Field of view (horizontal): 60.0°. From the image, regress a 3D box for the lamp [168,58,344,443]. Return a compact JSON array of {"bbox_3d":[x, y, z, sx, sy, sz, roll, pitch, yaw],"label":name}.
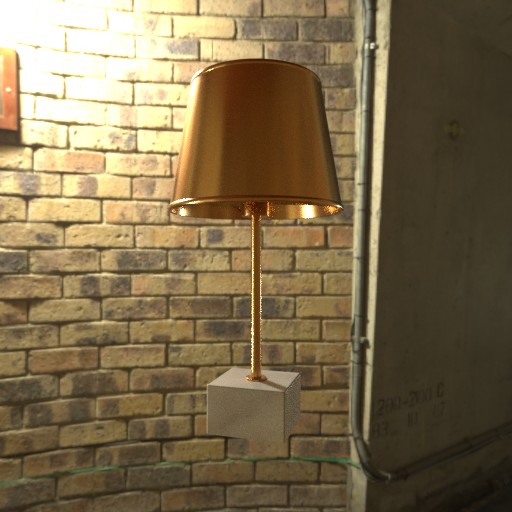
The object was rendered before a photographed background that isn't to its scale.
[{"bbox_3d":[0.000,0.000,0.532,0.208,0.406,0.208,0,0,0],"label":"lamp"}]
